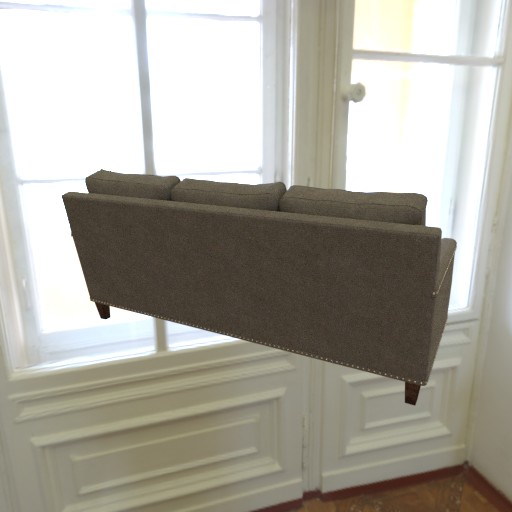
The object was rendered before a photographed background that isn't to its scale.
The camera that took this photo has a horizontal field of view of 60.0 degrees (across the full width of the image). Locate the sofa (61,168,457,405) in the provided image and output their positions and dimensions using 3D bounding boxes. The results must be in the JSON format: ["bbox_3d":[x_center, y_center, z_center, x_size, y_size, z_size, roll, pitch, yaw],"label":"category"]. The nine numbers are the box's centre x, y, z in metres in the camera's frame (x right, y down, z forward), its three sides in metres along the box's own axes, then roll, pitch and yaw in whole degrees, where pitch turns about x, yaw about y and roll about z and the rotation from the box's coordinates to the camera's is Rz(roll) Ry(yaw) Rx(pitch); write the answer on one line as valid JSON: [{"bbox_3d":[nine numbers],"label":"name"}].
[{"bbox_3d":[0.000,0.000,2.777,2.226,1.042,1.034,9,19,27],"label":"sofa"}]
